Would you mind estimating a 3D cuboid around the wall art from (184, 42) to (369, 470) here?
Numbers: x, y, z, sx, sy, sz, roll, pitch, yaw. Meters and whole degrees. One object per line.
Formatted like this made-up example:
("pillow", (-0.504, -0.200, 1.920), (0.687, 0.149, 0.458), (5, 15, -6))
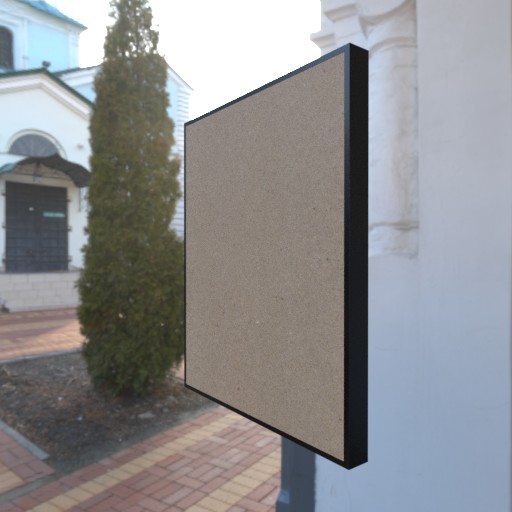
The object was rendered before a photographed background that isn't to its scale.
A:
("wall art", (0.000, 0.000, 0.760), (0.038, 0.551, 0.448), (0, 1, -37))
